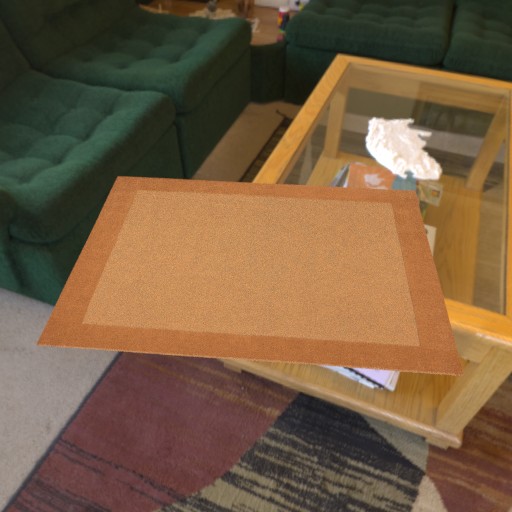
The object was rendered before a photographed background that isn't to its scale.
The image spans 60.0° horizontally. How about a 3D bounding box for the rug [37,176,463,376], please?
[{"bbox_3d":[0.000,0.000,2.305,1.829,0.014,1.219,3,47,3],"label":"rug"}]
